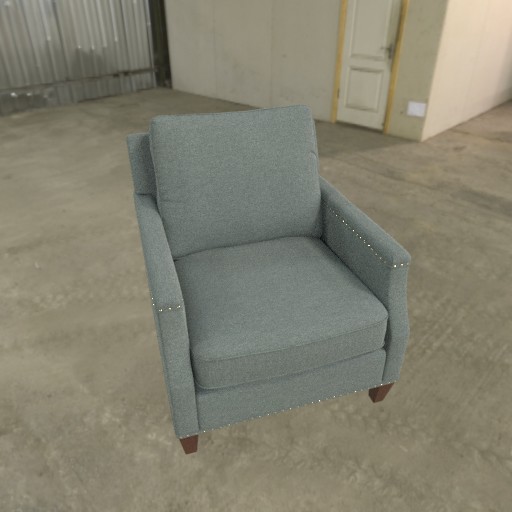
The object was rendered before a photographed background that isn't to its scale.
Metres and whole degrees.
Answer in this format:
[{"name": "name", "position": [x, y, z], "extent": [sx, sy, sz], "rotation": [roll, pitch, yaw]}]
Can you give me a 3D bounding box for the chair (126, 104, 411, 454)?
[{"name": "chair", "position": [0.000, 0.000, 1.819], "extent": [0.885, 1.031, 1.031], "rotation": [-9, 33, -15]}]
